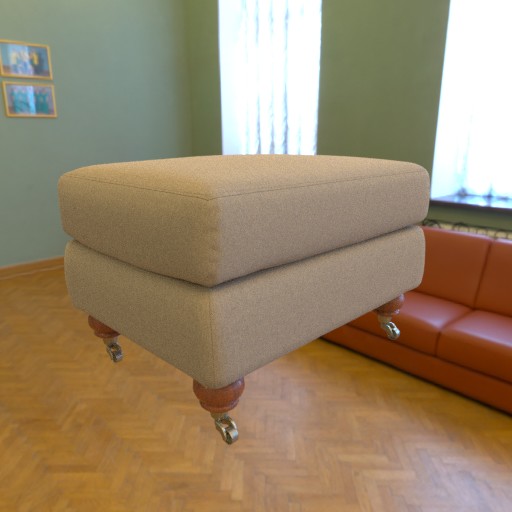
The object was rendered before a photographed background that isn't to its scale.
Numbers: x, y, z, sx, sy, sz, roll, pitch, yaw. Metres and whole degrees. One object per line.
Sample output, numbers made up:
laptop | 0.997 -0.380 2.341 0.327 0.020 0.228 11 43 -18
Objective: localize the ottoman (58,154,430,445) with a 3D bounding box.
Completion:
ottoman | 0.000 0.000 1.126 0.574 0.497 0.773 15 21 43
